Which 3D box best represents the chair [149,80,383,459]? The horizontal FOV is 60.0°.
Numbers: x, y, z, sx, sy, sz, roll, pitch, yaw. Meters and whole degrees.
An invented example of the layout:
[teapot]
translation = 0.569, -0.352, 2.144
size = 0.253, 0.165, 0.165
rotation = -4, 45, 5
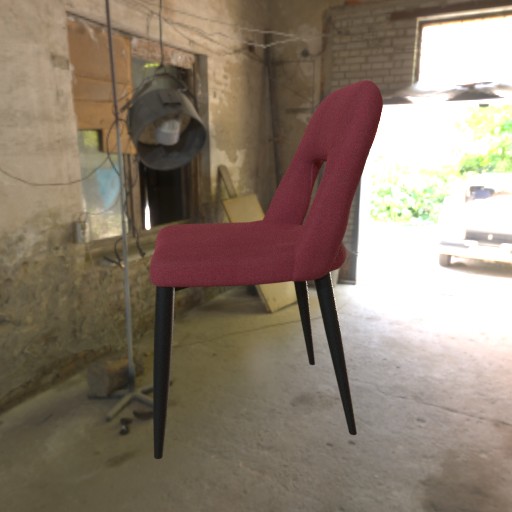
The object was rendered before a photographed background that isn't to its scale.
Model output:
[chair]
translation = 0.000, 0.000, 1.209
size = 0.569, 0.892, 0.483
rotation = -2, 14, -9
